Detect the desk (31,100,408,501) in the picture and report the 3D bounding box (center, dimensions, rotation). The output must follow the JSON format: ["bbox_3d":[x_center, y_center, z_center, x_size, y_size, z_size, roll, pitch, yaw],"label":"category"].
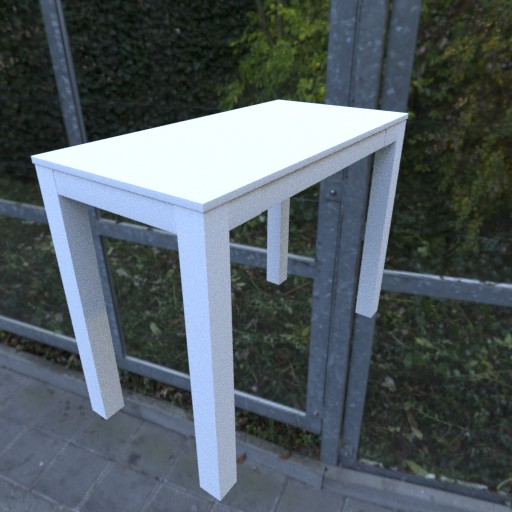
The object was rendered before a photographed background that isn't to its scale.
[{"bbox_3d":[0.000,0.000,1.370,0.497,0.762,0.990,18,33,31],"label":"desk"}]
